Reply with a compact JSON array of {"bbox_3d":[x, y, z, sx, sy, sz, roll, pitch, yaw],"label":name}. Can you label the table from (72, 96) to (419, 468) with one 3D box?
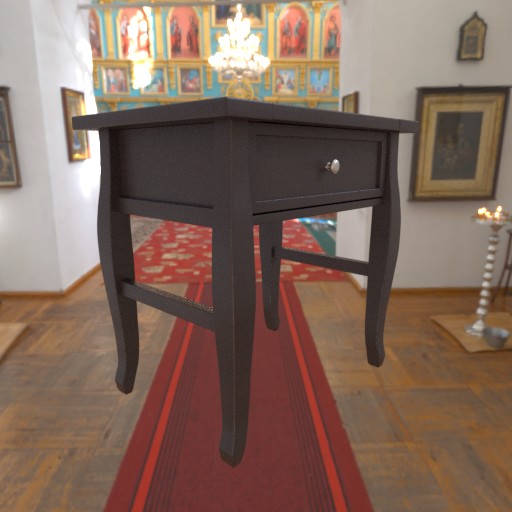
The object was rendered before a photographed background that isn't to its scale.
[{"bbox_3d":[0.000,0.000,1.021,0.460,0.605,0.602,12,17,42],"label":"table"}]
